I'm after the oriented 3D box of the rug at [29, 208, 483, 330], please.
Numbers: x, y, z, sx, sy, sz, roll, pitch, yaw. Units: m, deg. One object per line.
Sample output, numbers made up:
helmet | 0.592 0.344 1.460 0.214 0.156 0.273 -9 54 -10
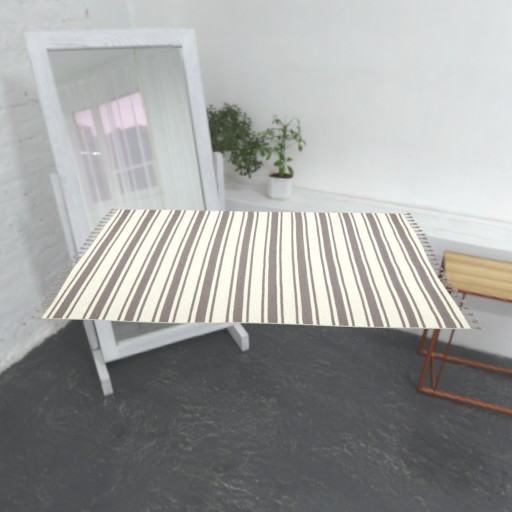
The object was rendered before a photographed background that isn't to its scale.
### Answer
rug | 0.000 0.000 2.540 2.096 0.011 1.229 1 31 2
